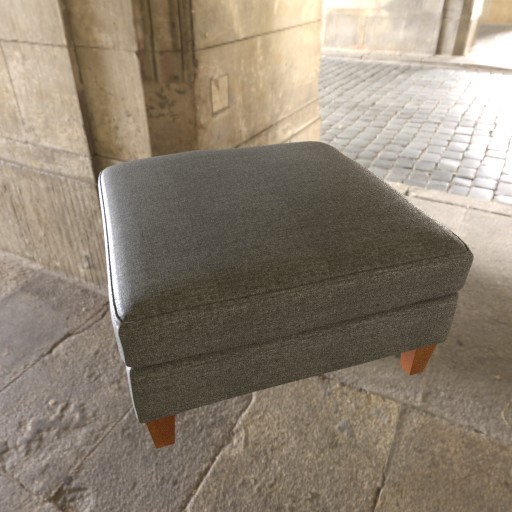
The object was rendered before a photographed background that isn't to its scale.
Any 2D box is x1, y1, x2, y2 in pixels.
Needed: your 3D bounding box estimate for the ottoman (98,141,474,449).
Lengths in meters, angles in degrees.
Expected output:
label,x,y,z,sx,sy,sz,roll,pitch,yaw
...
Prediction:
label,x,y,z,sx,sy,sz,roll,pitch,yaw
ottoman,0.000,0.000,1.348,0.838,0.481,0.838,-10,35,-15
